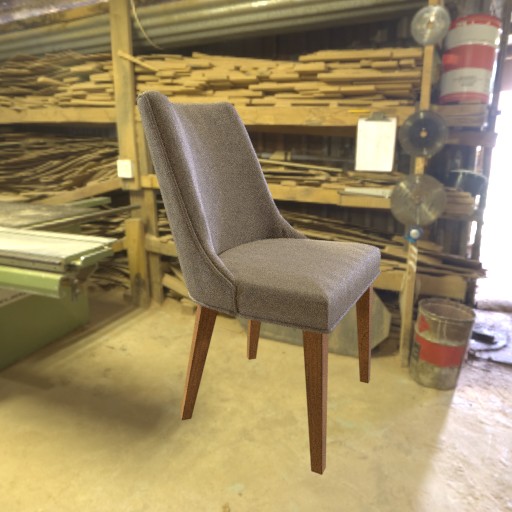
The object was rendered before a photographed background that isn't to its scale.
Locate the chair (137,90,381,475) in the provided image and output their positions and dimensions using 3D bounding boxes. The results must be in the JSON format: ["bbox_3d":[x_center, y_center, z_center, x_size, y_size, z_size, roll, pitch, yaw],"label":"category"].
[{"bbox_3d":[0.000,0.000,1.321,0.636,0.916,0.548,7,16,26],"label":"chair"}]
